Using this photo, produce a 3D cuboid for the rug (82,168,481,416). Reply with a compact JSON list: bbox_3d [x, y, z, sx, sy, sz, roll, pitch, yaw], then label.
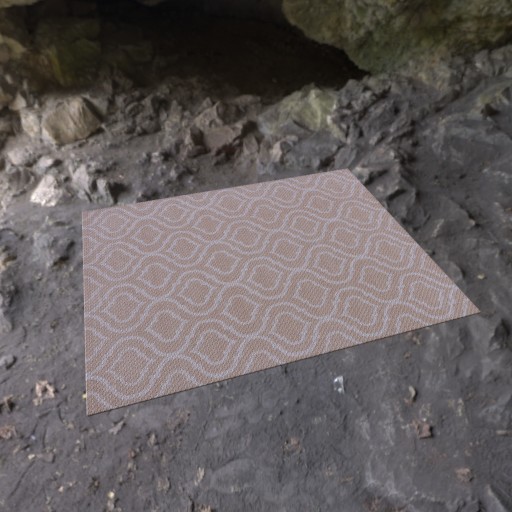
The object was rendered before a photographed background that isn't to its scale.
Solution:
[{"bbox_3d":[0.000,0.000,3.887,2.894,0.013,2.286,-11,42,-13],"label":"rug"}]
